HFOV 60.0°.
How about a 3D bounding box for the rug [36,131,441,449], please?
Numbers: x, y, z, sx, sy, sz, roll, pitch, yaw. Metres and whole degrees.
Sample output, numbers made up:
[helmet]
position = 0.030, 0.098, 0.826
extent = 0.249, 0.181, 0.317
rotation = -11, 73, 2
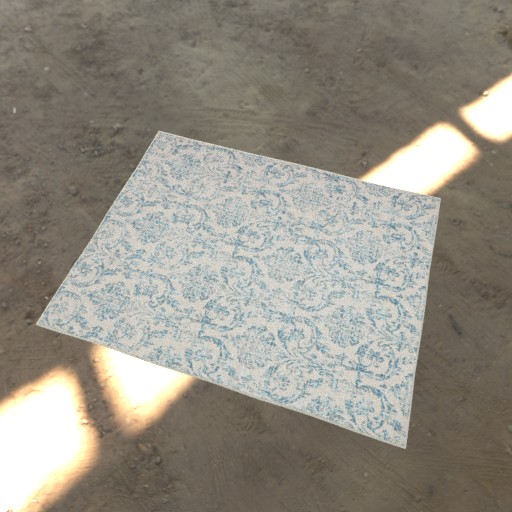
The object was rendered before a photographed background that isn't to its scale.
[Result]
[rug]
position = 0.000, 0.000, 3.935
extent = 2.980, 0.012, 2.363
rotation = 16, 59, 10
